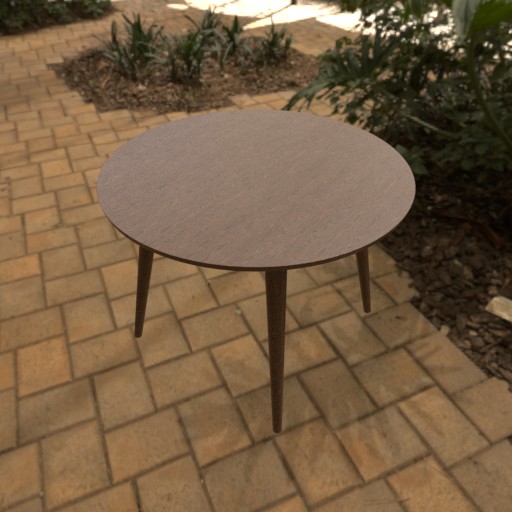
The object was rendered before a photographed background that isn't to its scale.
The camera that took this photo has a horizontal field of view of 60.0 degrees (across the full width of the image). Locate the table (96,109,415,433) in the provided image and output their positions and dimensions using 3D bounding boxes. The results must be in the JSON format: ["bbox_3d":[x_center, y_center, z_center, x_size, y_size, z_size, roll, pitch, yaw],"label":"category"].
[{"bbox_3d":[0.000,0.000,1.766,1.053,0.786,1.053,0,39,0],"label":"table"}]
